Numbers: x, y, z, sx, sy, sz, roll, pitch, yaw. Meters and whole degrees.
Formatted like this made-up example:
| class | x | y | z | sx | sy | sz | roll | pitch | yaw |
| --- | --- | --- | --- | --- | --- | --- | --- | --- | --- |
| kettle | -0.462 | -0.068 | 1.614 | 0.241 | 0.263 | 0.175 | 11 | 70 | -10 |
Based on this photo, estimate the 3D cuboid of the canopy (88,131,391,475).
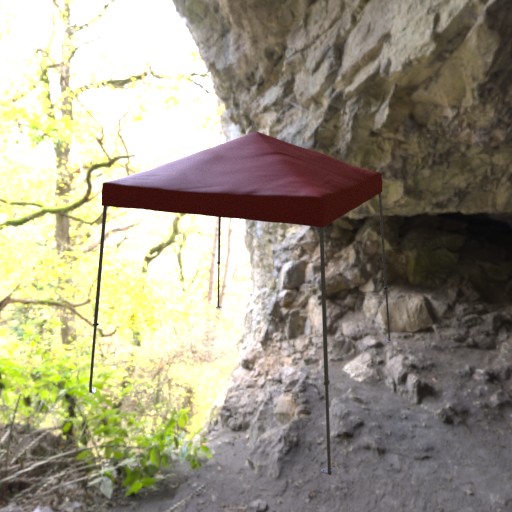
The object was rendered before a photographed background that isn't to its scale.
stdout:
| class | x | y | z | sx | sy | sz | roll | pitch | yaw |
| --- | --- | --- | --- | --- | --- | --- | --- | --- | --- |
| canopy | 0.000 | 0.000 | 5.268 | 2.849 | 2.849 | 2.848 | 8 | 18 | 25 |
